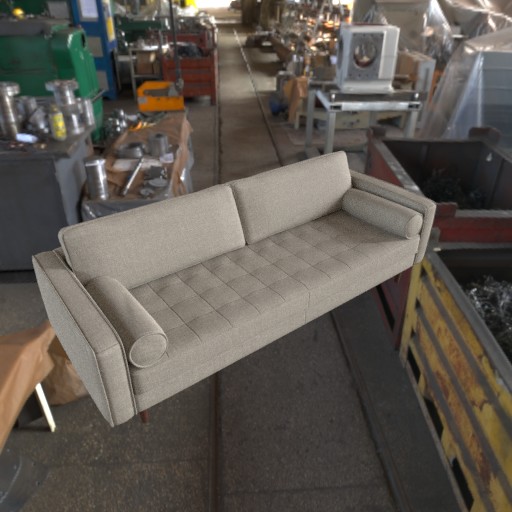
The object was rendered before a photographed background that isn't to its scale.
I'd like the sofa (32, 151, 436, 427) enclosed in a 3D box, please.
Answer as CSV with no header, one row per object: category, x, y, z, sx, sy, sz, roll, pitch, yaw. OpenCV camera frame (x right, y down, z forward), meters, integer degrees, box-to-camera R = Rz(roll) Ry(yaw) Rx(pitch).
sofa,0.000,0.000,2.589,2.211,0.762,0.914,-22,38,-31
